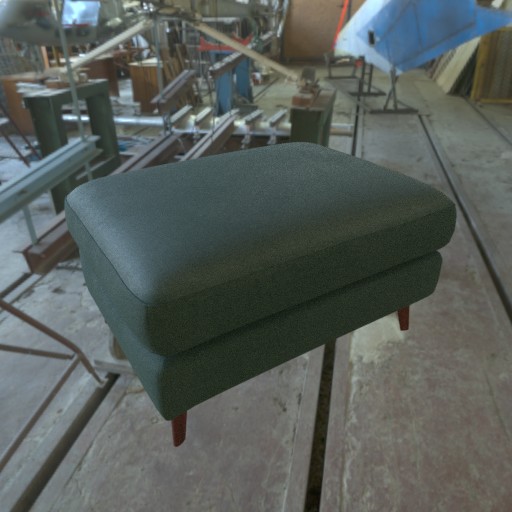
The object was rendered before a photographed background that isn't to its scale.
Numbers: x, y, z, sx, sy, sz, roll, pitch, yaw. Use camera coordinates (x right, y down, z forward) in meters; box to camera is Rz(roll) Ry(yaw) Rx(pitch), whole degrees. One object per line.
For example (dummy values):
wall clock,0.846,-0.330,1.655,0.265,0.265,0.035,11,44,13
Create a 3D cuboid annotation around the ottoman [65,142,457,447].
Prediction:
ottoman,0.000,0.000,1.153,0.811,0.449,0.608,-18,34,-28
